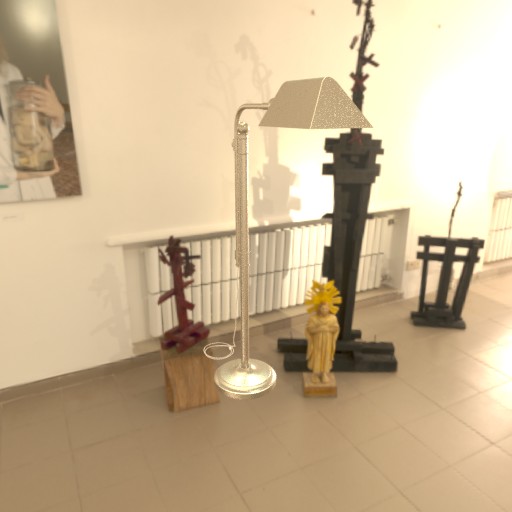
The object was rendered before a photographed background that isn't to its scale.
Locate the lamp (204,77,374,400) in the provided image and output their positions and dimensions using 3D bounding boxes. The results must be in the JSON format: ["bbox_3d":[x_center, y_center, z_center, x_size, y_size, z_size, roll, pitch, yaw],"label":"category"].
[{"bbox_3d":[0.000,0.000,0.978,0.159,0.708,0.546,-9,20,-26],"label":"lamp"}]
